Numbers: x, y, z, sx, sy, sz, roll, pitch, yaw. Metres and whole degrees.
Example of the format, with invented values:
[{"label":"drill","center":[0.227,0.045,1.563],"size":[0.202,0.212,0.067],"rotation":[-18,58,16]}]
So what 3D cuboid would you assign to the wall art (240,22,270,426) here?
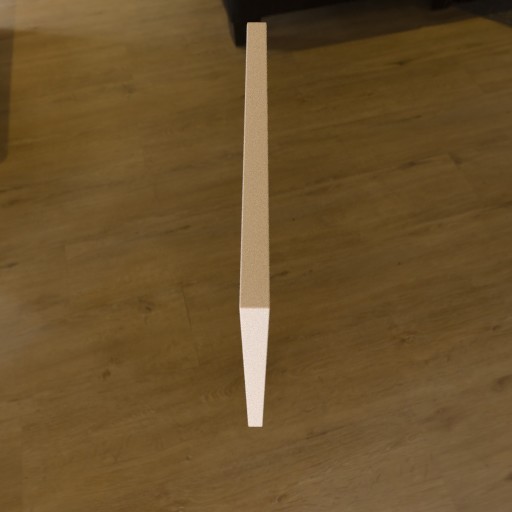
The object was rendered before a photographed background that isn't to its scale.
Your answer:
[{"label":"wall art","center":[0.000,0.000,0.760],"size":[0.028,0.556,0.454],"rotation":[0,59,0]}]
